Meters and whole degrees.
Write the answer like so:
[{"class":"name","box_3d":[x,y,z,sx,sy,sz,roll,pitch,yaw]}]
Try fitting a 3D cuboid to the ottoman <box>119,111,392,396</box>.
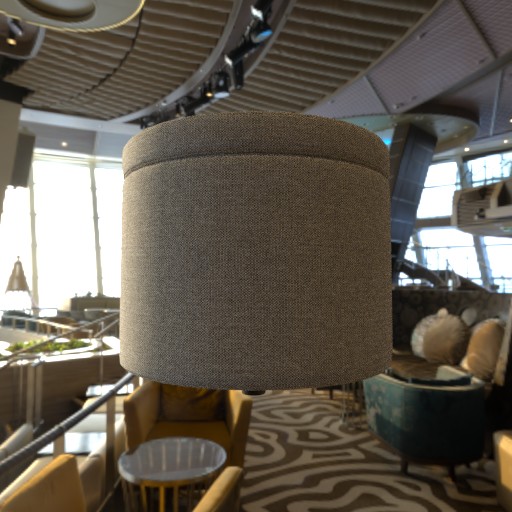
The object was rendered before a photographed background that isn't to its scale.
[{"class":"ottoman","box_3d":[0.000,0.000,0.855,0.500,0.419,0.500,0,-3,0]}]
